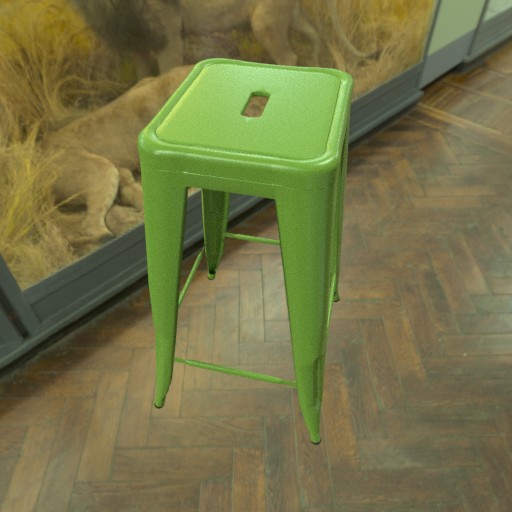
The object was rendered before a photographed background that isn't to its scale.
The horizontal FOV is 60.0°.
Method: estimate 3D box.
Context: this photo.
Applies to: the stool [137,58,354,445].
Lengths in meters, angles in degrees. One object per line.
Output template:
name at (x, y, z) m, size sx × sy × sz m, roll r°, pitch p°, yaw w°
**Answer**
stool at (0.000, 0.000, 0.832) m, size 0.358 × 0.609 × 0.398 m, roll 10°, pitch 46°, yaw 9°
